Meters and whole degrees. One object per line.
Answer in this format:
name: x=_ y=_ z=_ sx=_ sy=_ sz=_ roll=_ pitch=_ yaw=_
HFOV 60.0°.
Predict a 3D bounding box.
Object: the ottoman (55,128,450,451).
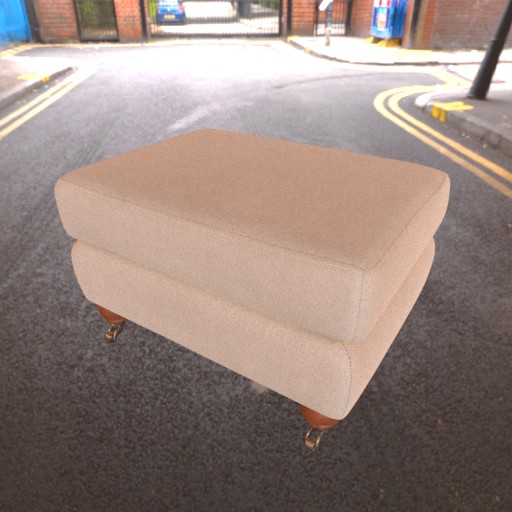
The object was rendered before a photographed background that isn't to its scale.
ottoman: x=0.000 y=0.000 z=1.117 sx=0.773 sy=0.499 sz=0.569 roll=18 pitch=35 yaw=28
